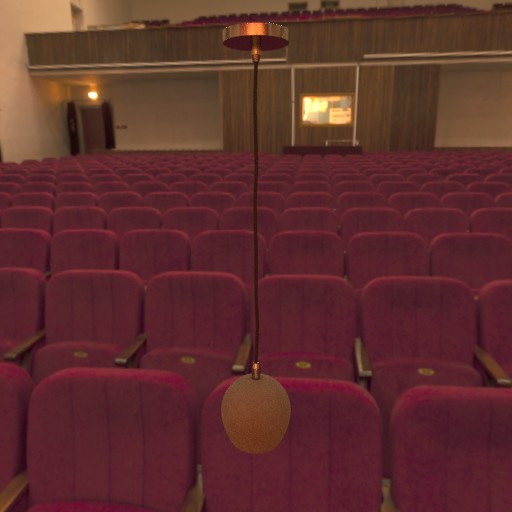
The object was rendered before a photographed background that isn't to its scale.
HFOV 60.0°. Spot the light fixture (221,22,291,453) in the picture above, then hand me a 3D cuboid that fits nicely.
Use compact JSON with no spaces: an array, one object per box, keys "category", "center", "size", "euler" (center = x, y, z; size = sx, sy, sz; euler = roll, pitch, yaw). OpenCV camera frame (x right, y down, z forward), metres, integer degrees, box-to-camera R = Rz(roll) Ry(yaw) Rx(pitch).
[{"category":"light fixture","center":[0.000,0.000,0.822],"size":[0.139,0.764,0.139],"euler":[2,13,7]}]
